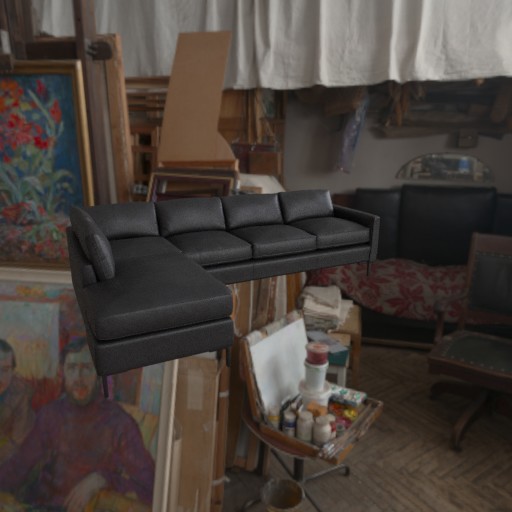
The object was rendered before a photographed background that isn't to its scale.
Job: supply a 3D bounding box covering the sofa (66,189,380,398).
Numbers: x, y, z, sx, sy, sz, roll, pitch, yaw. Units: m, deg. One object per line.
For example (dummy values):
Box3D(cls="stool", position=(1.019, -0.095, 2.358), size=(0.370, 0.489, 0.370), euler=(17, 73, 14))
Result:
Box3D(cls="sofa", position=(0.000, 0.000, 3.907), size=(2.984, 0.877, 1.938), euler=(-8, 18, -26))
